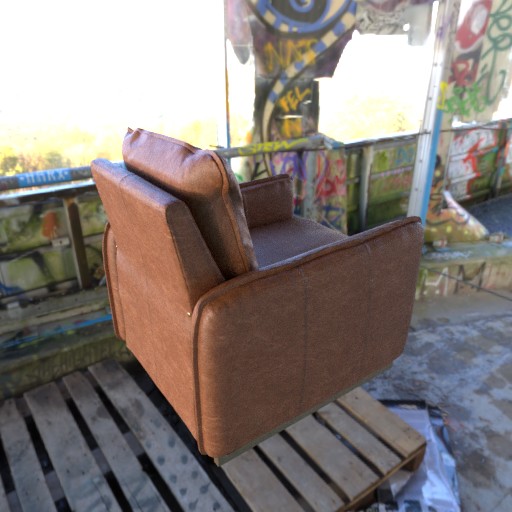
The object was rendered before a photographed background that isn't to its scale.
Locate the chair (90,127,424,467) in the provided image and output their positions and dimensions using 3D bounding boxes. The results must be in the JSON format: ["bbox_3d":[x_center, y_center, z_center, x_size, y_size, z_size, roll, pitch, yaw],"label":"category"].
[{"bbox_3d":[0.000,0.000,1.603,0.922,0.922,0.830,-17,30,-32],"label":"chair"}]
